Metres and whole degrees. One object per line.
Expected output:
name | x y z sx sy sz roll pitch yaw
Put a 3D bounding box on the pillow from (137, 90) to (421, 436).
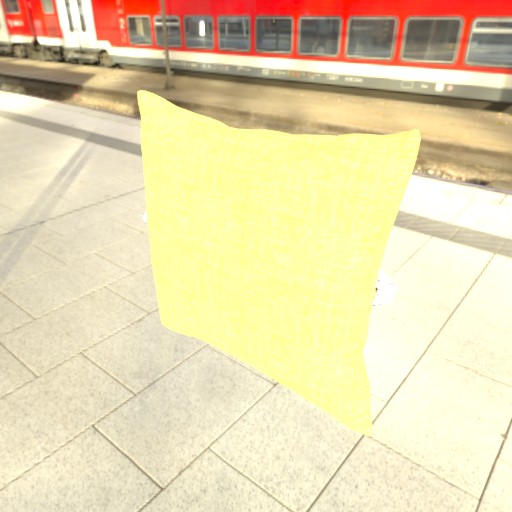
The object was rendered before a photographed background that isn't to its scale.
pillow | 0.000 0.000 0.729 0.485 0.481 0.167 20 35 32
